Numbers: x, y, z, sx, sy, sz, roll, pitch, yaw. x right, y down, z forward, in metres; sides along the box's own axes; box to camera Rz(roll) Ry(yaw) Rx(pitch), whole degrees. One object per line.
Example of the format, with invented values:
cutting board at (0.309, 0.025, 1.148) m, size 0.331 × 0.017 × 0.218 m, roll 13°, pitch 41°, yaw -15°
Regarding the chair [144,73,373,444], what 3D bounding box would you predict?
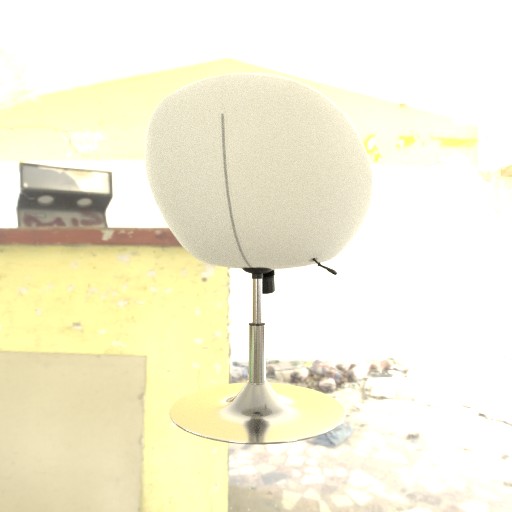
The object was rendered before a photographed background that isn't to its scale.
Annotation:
chair at (0.000, 0.000, 1.832) m, size 0.940 × 1.261 × 0.736 m, roll 0°, pitch 0°, yaw 18°
